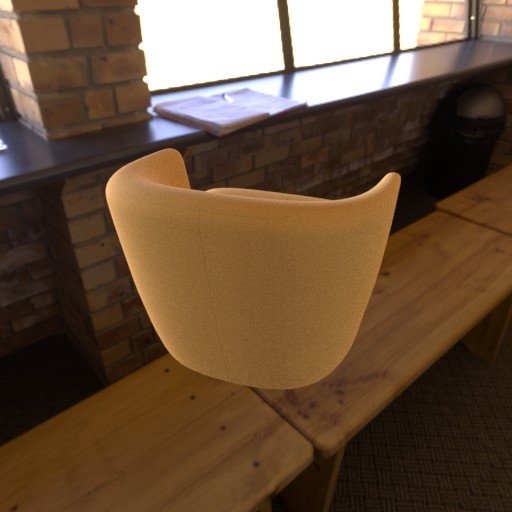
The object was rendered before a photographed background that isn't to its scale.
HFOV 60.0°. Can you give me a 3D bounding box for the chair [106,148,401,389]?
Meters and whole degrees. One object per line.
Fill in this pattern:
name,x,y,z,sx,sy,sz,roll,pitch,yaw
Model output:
chair,0.000,0.000,1.363,0.773,0.698,0.767,9,34,15
